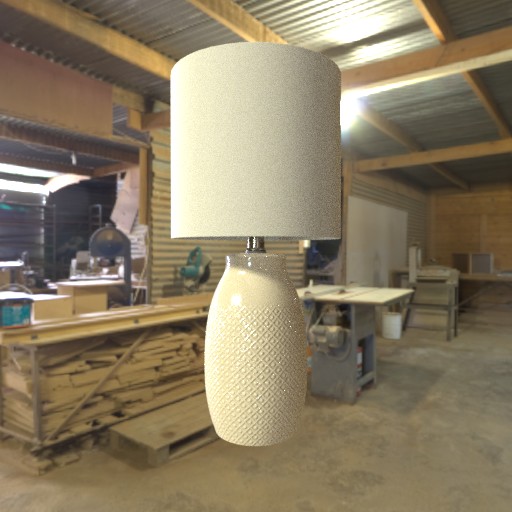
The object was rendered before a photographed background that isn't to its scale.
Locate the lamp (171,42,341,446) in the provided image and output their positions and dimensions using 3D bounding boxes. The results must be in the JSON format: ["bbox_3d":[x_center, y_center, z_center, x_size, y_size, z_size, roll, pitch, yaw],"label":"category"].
[{"bbox_3d":[0.000,0.000,0.576,0.217,0.453,0.217,1,1,35],"label":"lamp"}]
